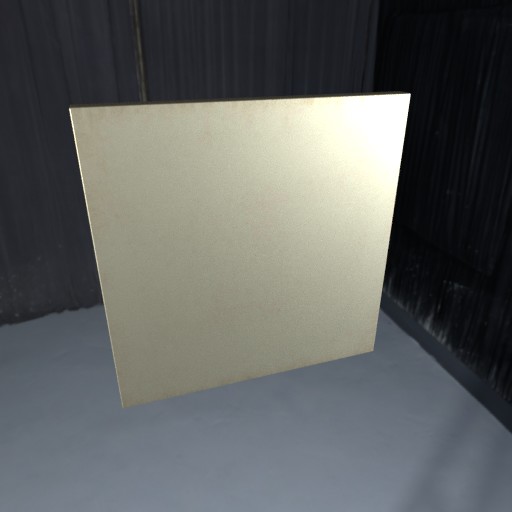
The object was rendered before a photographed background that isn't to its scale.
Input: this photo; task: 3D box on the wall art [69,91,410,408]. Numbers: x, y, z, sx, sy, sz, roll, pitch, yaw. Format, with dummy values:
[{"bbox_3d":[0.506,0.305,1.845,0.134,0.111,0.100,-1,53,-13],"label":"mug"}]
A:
[{"bbox_3d":[0.000,0.000,0.750,0.503,0.506,0.030,-8,27,-16],"label":"wall art"}]
